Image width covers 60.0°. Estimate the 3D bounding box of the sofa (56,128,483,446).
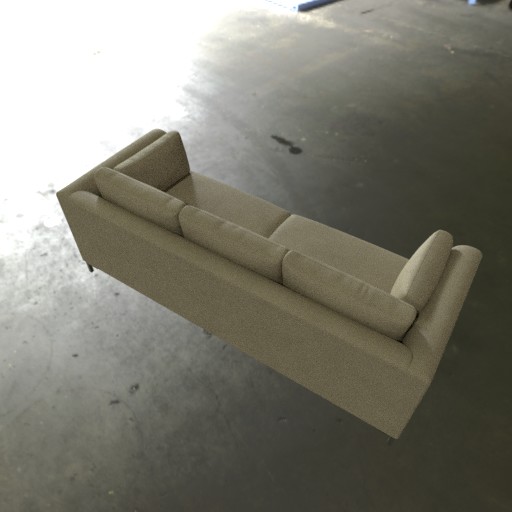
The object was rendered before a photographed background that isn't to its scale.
[{"bbox_3d":[0.000,0.000,2.863,2.415,0.867,0.969,25,51,22],"label":"sofa"}]
